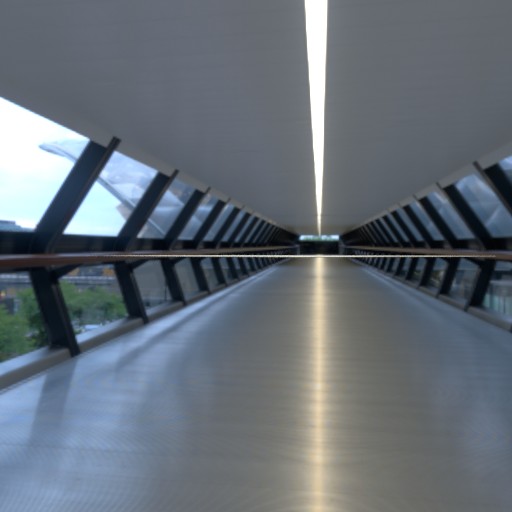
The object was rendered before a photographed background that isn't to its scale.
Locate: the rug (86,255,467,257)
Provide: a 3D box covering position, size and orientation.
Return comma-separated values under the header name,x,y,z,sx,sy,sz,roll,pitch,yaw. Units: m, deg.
name,x,y,z,sx,sy,sz,roll,pitch,yaw
rug,0.000,0.000,2.990,1.519,0.003,2.453,0,0,-37
